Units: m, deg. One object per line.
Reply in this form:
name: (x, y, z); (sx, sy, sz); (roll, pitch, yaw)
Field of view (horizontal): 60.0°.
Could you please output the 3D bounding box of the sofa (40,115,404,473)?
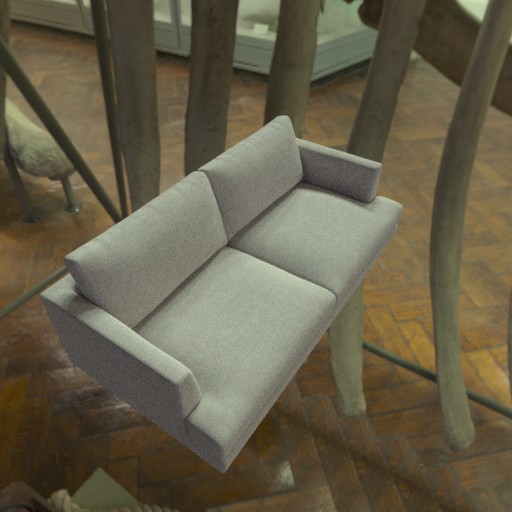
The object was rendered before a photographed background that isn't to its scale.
sofa: (0.000, 0.000, 2.478); (1.020, 0.868, 1.948); (24, 47, 25)
